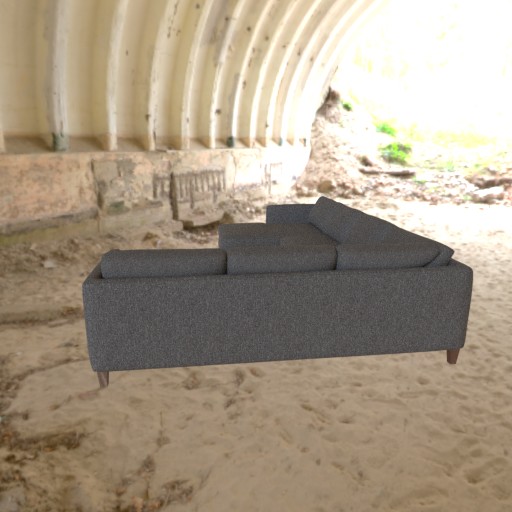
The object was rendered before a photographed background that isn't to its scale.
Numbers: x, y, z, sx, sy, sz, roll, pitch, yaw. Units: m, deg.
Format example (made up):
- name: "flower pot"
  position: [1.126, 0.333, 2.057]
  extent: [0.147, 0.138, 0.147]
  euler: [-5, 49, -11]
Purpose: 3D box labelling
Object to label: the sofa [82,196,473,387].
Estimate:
- name: "sofa"
  position: [0.000, 0.000, 4.373]
  extent: [2.551, 0.853, 3.238]
  euler: [-2, 14, -7]
